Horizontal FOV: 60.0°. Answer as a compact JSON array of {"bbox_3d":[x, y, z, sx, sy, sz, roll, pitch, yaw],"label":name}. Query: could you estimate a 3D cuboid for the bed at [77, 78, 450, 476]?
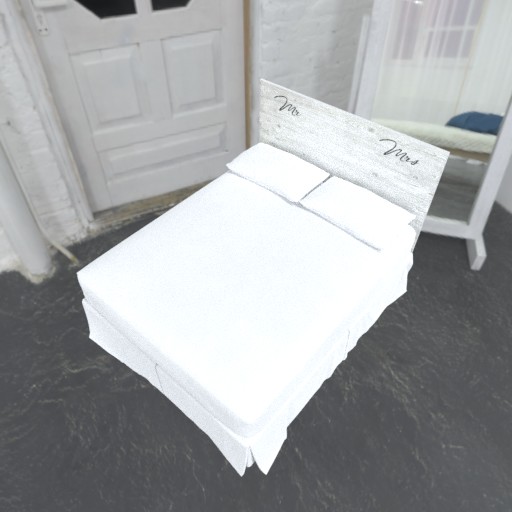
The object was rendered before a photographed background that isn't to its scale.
[{"bbox_3d":[0.000,0.000,3.160,1.745,1.335,2.094,32,55,26],"label":"bed"}]
